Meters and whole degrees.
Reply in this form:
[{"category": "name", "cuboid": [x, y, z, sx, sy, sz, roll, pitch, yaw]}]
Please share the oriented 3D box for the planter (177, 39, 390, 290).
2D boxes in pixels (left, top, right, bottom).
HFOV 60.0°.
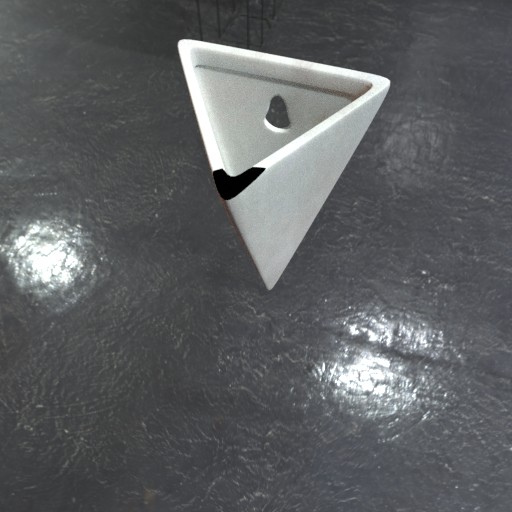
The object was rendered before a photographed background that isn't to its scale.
[{"category": "planter", "cuboid": [0.000, 0.000, 0.160, 0.058, 0.130, 0.047, 15, 59, 9]}]
